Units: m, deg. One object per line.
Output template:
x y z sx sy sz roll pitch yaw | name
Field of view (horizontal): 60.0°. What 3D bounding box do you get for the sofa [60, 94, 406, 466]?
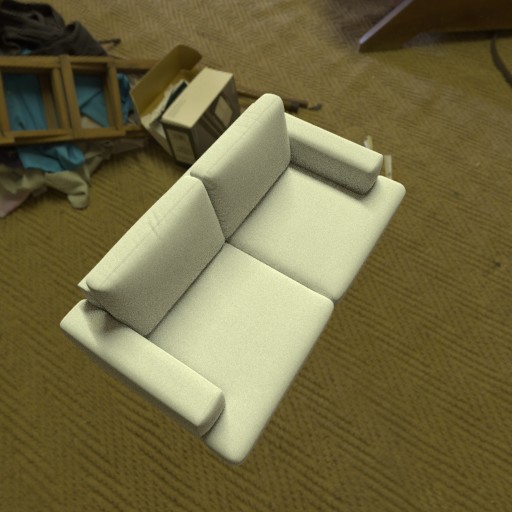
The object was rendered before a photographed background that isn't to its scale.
0.000 0.000 2.159 0.915 0.810 1.651 29 63 16 | sofa
